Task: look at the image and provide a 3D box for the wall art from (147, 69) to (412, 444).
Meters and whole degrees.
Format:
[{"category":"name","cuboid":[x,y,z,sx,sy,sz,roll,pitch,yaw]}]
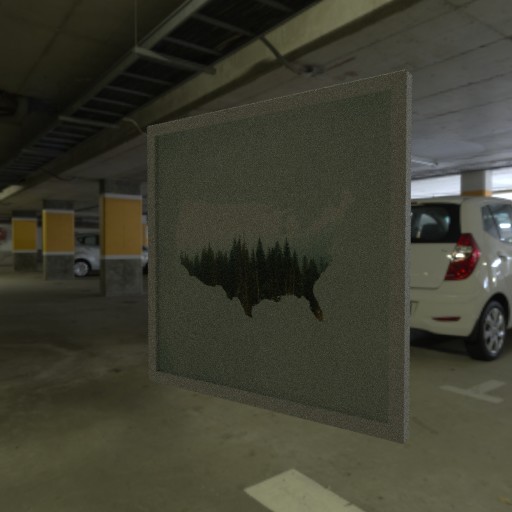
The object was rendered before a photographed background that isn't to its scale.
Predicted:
[{"category":"wall art","cuboid":[0.000,0.000,1.132,0.762,0.762,0.038,1,2,34]}]
